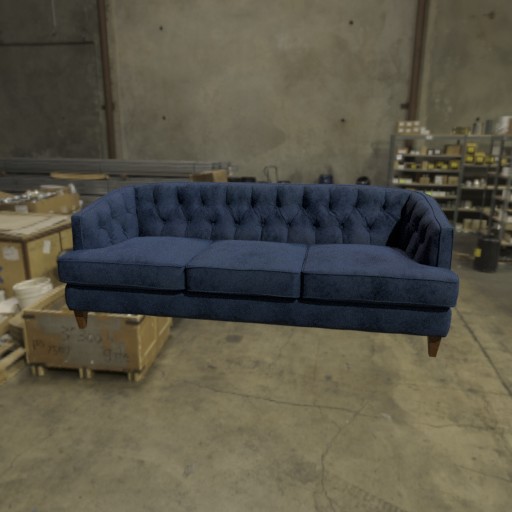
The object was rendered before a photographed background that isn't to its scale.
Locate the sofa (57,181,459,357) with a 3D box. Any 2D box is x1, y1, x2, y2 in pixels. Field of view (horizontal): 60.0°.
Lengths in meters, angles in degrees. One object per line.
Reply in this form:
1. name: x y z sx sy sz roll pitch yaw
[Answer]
1. sofa: 0.000 0.000 2.856 2.278 0.855 0.941 3 15 10
